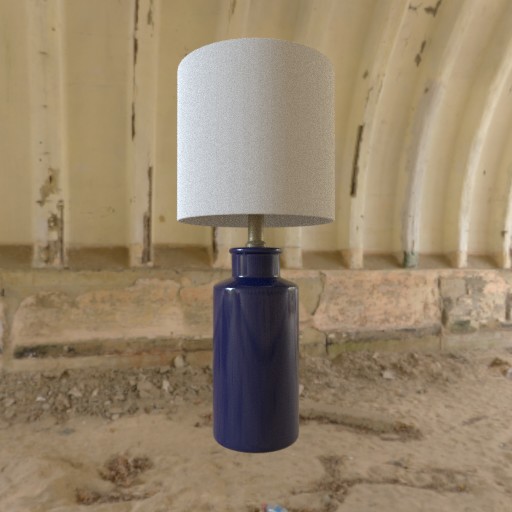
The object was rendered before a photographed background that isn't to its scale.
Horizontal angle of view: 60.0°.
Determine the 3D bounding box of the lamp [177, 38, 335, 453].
[{"bbox_3d":[0.000,0.000,0.605,0.212,0.493,0.212,0,-1,35],"label":"lamp"}]
